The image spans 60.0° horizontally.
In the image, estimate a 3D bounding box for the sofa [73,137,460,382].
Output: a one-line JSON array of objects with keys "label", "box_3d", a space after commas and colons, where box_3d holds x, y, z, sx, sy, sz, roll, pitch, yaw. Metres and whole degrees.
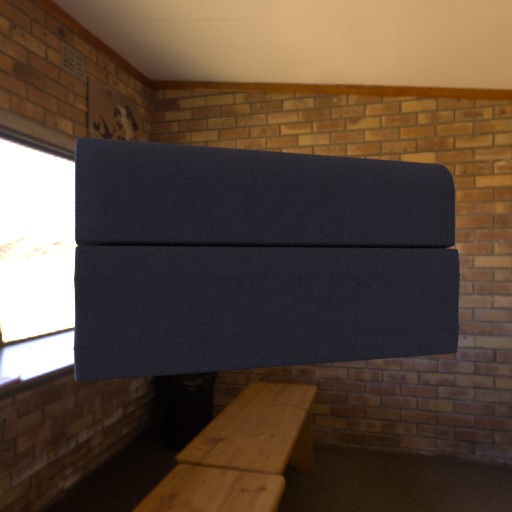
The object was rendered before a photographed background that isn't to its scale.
[{"label": "sofa", "box_3d": [0.000, 0.000, 1.671, 1.219, 0.660, 0.762, 0, 0, -17]}]
